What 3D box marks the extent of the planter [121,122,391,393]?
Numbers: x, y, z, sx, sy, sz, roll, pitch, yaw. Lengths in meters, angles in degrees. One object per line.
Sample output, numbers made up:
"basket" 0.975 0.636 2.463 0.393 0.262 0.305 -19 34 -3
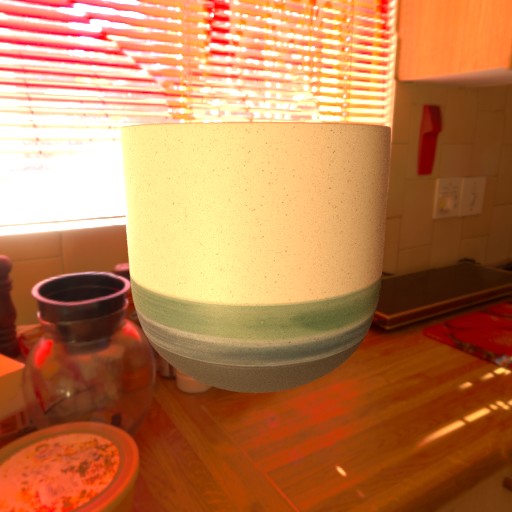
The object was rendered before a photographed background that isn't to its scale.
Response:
"planter" 0.000 0.000 0.487 0.268 0.270 0.268 0 14 0
